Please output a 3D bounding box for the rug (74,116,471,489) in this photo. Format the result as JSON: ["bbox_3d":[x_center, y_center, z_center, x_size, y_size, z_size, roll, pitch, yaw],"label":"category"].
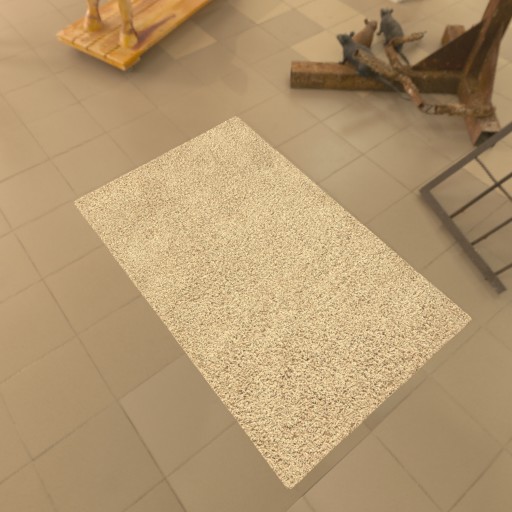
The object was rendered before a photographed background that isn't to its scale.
[{"bbox_3d":[0.000,0.000,3.034,1.524,0.030,2.438,-34,63,-20],"label":"rug"}]
